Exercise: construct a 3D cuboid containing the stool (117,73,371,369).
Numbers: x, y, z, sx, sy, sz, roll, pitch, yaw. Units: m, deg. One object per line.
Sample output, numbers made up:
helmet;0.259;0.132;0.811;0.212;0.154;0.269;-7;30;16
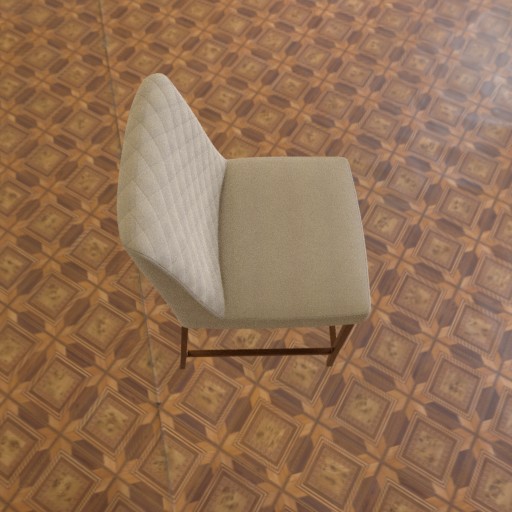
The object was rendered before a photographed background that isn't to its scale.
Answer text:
stool;0.000;0.000;1.319;0.576;0.973;0.507;-1;64;0
